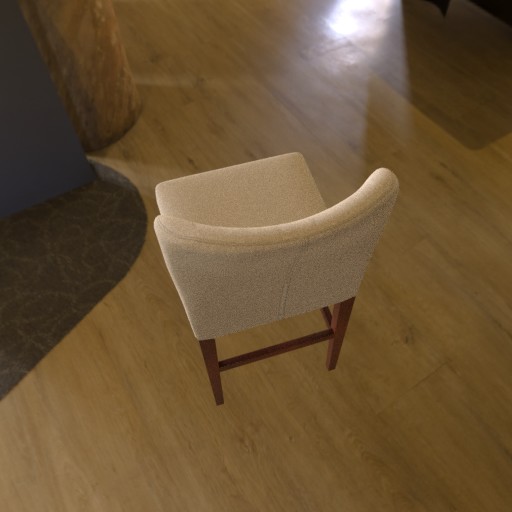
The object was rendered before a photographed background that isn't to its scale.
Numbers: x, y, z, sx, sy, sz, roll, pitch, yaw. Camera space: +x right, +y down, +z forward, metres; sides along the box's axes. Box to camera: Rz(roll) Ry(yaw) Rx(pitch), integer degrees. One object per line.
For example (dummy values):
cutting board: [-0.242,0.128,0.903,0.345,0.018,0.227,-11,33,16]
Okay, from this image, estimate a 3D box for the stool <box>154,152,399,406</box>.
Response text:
stool: [0.000,0.000,1.286,0.479,0.968,0.568,-15,59,-9]
